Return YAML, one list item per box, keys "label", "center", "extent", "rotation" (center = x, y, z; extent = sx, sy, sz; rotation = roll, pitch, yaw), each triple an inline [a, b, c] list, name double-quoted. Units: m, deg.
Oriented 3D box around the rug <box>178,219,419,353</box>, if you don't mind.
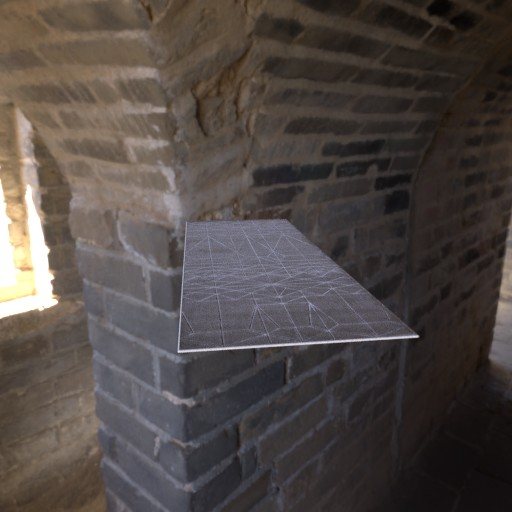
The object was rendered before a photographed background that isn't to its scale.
- label: "rug"
  center: [0.000, 0.000, 2.692]
  extent: [0.864, 0.012, 2.388]
  rotation: [-2, 15, -8]
